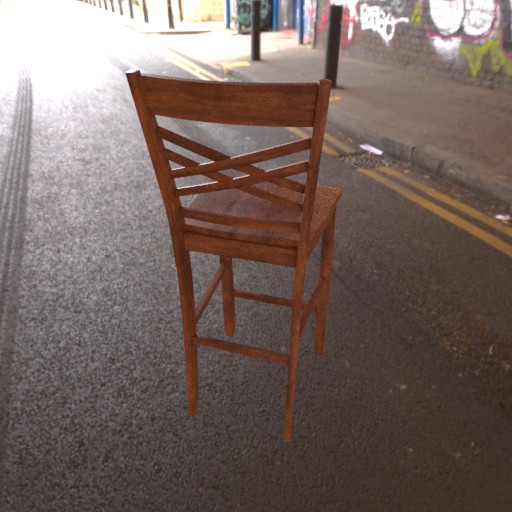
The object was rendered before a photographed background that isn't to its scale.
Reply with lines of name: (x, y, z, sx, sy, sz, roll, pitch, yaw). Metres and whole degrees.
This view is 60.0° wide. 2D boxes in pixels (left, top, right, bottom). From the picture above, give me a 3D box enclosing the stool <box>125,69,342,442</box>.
stool: (0.000, 0.000, 1.351, 0.433, 1.105, 0.487, 9, 33, 14)
